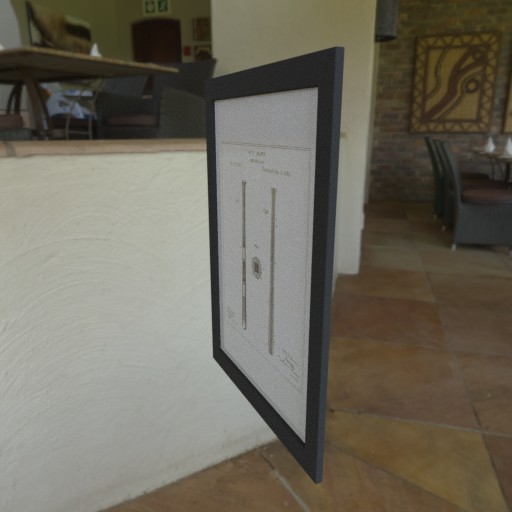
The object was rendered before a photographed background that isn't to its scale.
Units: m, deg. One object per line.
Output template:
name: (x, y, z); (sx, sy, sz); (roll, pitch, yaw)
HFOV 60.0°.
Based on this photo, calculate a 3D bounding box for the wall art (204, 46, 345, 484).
wall art: (0.000, 0.000, 0.672); (0.012, 0.529, 0.374); (-8, 18, -26)
